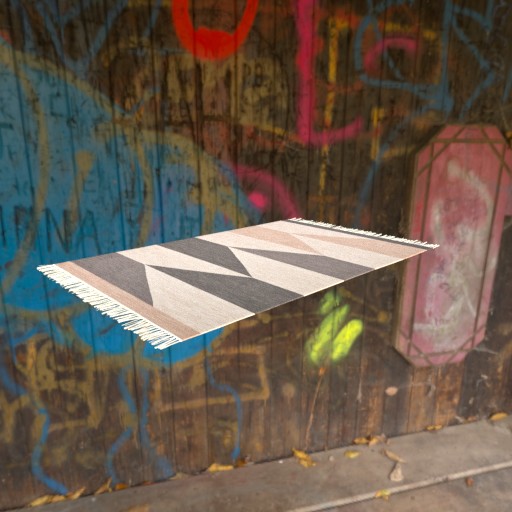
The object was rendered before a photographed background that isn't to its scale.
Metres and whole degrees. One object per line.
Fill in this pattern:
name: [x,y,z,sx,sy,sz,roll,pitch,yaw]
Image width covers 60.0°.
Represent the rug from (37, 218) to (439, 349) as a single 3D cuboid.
rug: [0.000,0.000,2.542,2.021,0.027,1.224,-14,21,-41]
